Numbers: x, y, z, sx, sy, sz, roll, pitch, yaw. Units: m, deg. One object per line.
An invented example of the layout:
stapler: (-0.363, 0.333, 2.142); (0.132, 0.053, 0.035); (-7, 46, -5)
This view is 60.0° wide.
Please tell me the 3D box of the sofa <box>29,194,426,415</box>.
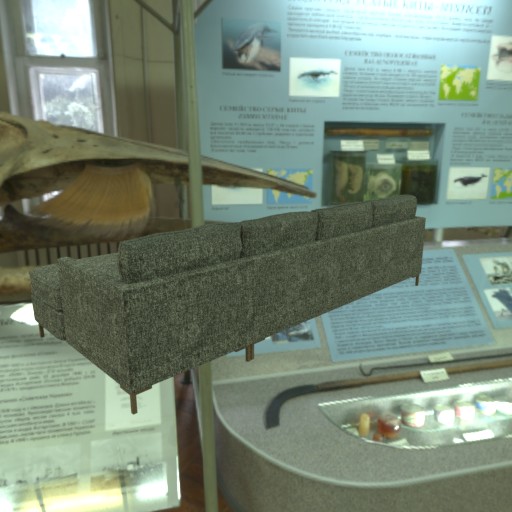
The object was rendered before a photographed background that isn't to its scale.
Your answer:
sofa: (0.000, 0.000, 3.955); (3.384, 0.970, 1.488); (-13, 19, -42)
